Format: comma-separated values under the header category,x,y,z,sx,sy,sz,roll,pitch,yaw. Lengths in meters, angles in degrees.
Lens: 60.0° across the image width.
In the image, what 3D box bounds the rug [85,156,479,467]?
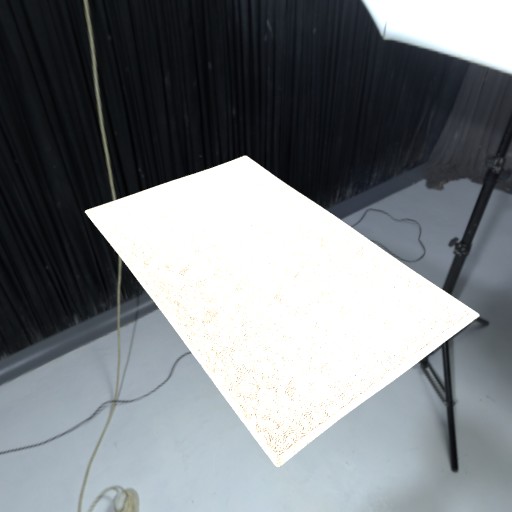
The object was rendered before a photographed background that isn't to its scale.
category,x,y,z,sx,sy,sz,roll,pitch,yaw
rug,0.000,0.000,3.039,1.529,0.012,2.435,-25,47,-26
